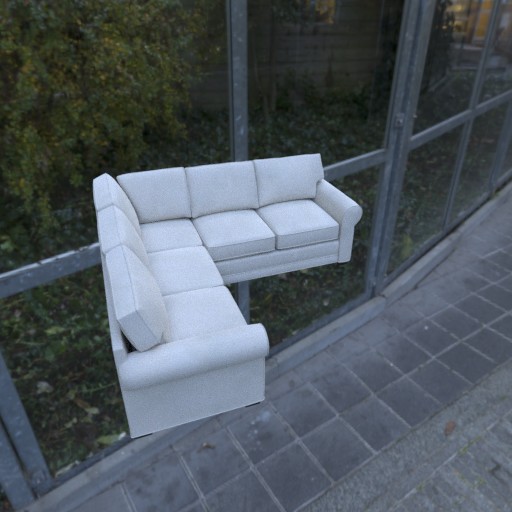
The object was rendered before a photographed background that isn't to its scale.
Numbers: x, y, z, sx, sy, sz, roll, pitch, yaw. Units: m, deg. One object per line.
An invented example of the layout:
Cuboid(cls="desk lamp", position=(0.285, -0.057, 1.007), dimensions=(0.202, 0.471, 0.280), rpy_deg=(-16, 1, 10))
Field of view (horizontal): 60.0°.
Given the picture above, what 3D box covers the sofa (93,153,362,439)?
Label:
Cuboid(cls="sofa", position=(0.000, 0.000, 3.942), dimensions=(2.569, 1.054, 2.487), rpy_deg=(-11, 32, -17))
